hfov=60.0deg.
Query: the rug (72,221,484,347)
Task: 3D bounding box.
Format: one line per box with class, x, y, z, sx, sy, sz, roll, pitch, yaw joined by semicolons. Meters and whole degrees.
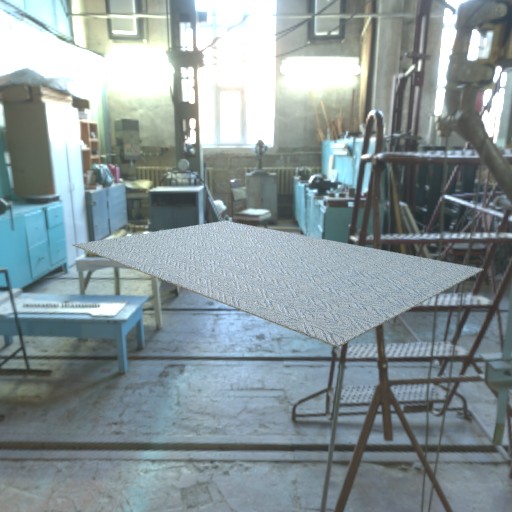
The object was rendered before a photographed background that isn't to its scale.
rug;0.000;0.000;3.048;1.526;0.008;2.441;-14;20;-43
